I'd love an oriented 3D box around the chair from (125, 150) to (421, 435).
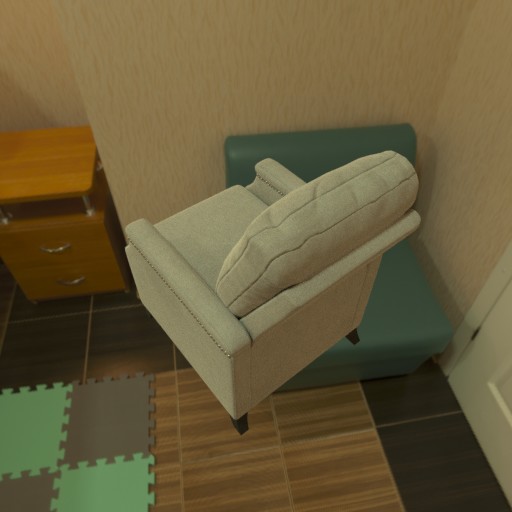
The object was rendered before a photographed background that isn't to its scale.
[{"bbox_3d":[0.000,0.000,1.675,0.710,1.049,0.922,-31,54,-25],"label":"chair"}]
